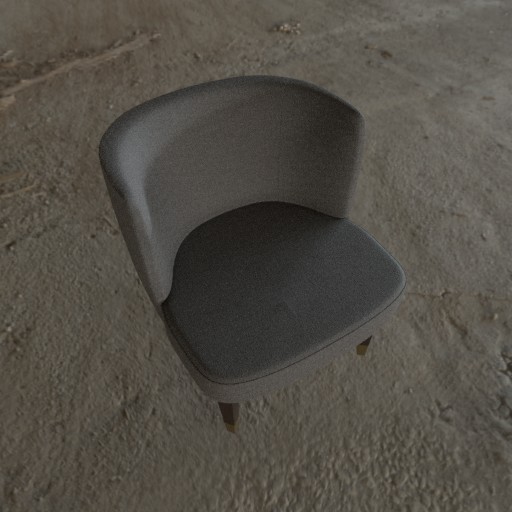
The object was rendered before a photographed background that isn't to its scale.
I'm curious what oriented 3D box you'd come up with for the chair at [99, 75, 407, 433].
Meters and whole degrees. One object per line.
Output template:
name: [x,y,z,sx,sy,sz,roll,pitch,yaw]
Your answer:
chair: [0.000,0.000,1.237,0.639,0.695,0.698,-24,52,-21]
